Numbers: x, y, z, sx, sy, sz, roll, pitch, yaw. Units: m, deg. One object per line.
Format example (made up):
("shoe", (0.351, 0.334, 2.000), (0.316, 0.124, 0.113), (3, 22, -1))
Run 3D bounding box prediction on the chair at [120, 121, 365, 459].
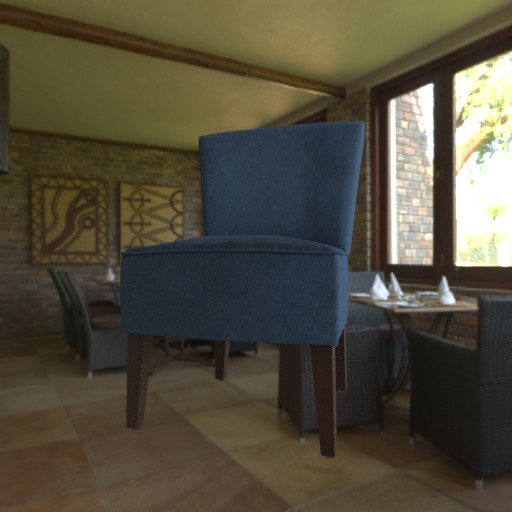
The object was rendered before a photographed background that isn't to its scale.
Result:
("chair", (0.000, 0.000, 1.162), (0.521, 0.806, 0.551), (0, 0, 18))
